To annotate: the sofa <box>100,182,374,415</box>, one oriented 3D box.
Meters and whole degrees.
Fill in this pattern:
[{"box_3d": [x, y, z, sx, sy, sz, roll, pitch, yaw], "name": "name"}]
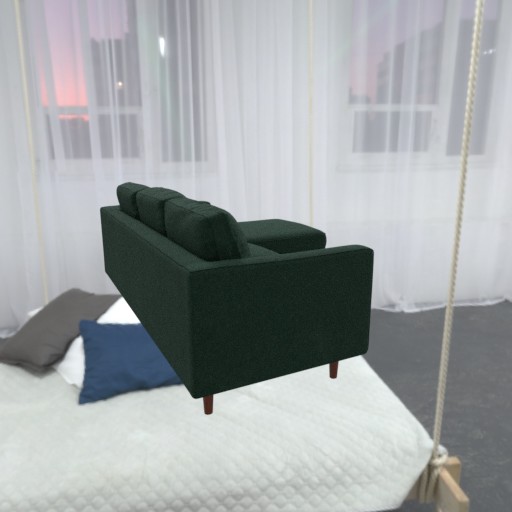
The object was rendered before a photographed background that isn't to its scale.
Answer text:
[{"box_3d": [0.000, 0.000, 2.832, 1.580, 0.899, 2.030, -7, 15, -27], "name": "sofa"}]
